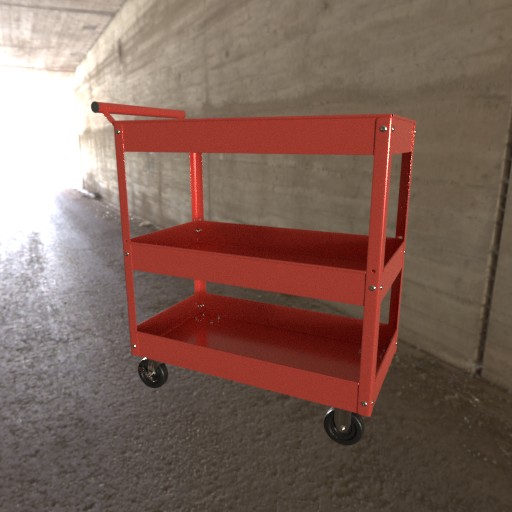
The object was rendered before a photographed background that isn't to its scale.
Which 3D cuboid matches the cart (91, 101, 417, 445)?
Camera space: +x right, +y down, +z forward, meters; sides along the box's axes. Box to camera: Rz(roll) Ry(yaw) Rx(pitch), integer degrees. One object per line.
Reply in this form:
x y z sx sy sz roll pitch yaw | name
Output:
0.000 0.000 1.183 0.719 0.780 0.366 7 16 25 | cart
